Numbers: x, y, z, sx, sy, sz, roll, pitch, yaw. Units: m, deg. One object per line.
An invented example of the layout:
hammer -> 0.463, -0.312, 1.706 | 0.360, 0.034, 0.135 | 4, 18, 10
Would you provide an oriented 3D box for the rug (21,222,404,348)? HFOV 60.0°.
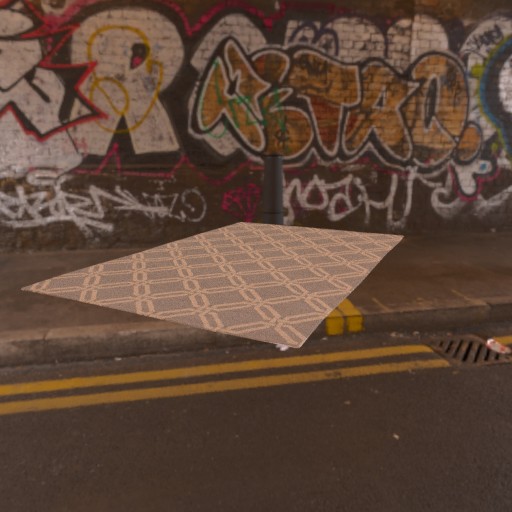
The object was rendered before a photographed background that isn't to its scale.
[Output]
rug -> 0.000, 0.000, 2.194 | 1.148, 0.010, 1.754 | 7, 15, 26
